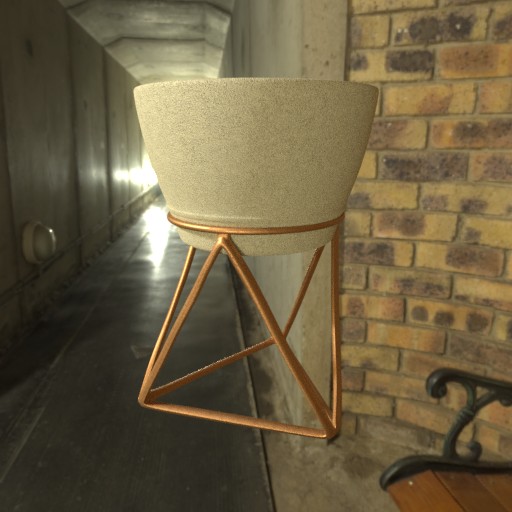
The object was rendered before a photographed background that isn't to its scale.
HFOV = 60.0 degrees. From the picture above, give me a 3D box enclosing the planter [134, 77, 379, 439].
[{"bbox_3d":[0.000,0.000,0.720,0.350,0.504,0.350,-15,21,-42],"label":"planter"}]
